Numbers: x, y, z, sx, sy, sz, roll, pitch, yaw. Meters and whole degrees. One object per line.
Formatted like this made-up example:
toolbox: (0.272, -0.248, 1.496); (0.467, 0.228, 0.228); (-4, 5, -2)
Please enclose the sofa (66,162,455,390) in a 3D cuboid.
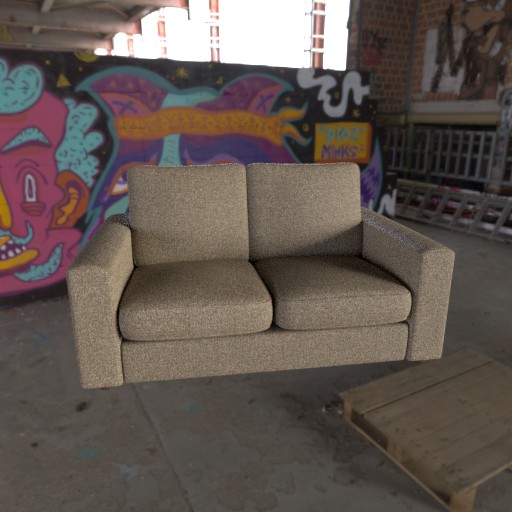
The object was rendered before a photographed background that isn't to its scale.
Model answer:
sofa: (0.000, 0.000, 2.268); (1.616, 0.873, 1.016); (-3, 17, -8)
